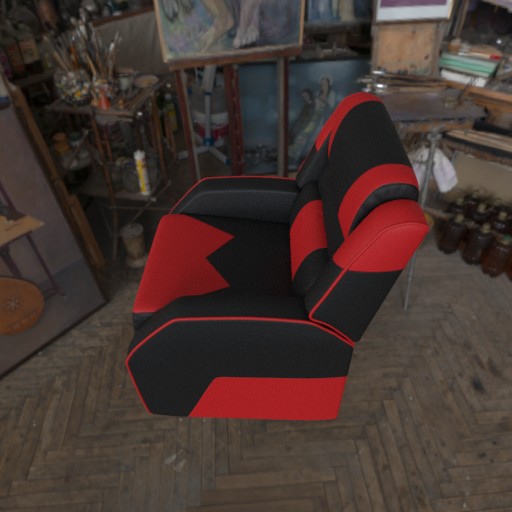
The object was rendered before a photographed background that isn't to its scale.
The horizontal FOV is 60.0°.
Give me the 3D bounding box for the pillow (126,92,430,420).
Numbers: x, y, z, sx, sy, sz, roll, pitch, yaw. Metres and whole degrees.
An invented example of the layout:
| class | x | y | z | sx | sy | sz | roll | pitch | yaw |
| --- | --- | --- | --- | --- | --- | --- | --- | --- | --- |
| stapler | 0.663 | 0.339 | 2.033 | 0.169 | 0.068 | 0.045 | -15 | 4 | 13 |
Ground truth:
| class | x | y | z | sx | sy | sz | roll | pitch | yaw |
| --- | --- | --- | --- | --- | --- | --- | --- | --- | --- |
| pillow | 0.000 | 0.000 | 1.288 | 0.672 | 0.805 | 0.620 | 1 | 42 | 1 |
